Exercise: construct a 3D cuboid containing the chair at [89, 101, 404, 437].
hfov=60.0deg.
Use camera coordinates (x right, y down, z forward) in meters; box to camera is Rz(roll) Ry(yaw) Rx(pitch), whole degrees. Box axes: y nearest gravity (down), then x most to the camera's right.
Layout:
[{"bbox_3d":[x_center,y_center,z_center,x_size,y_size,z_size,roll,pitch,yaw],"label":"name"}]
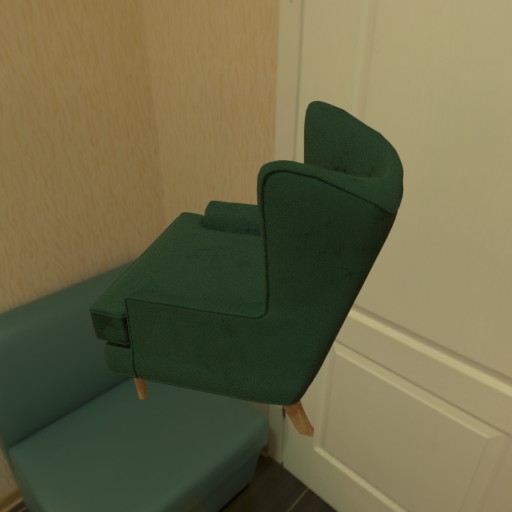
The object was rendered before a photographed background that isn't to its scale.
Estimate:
[{"bbox_3d":[0.000,0.000,1.594,0.910,0.952,0.793,7,31,12],"label":"chair"}]
